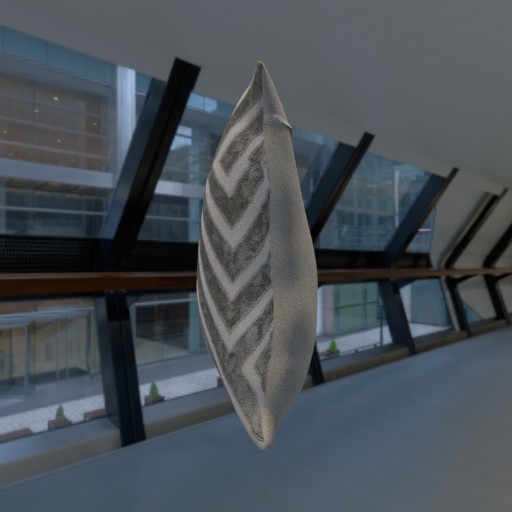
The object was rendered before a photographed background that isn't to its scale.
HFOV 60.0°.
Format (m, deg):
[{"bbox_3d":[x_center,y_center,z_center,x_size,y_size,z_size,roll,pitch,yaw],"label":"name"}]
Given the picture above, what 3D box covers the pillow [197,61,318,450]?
[{"bbox_3d":[0.000,0.000,0.698,0.182,0.441,0.440,0,0,-1],"label":"pillow"}]
